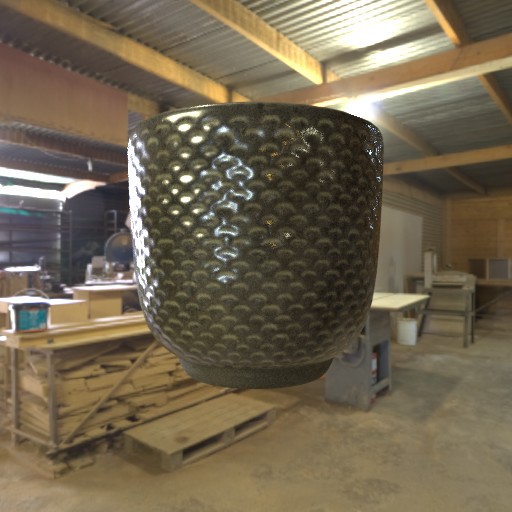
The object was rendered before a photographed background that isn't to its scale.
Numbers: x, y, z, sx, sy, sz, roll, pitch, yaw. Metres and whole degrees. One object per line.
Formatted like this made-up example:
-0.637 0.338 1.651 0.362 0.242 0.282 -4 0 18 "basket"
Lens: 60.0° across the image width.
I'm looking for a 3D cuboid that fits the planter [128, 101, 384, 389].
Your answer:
0.000 0.000 0.252 0.140 0.129 0.140 0 0 0 "planter"
